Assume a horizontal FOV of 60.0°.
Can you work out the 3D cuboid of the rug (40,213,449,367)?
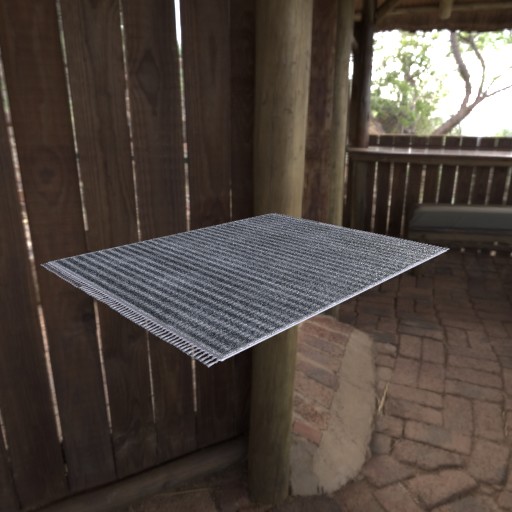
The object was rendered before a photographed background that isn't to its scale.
[{"bbox_3d":[0.000,0.000,3.951,2.910,0.013,2.256,-17,24,-42],"label":"rug"}]
